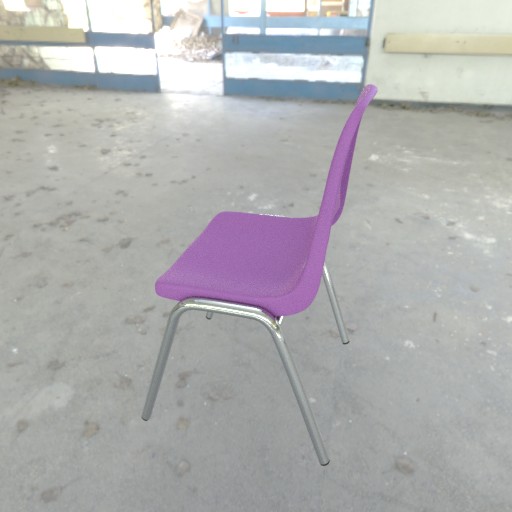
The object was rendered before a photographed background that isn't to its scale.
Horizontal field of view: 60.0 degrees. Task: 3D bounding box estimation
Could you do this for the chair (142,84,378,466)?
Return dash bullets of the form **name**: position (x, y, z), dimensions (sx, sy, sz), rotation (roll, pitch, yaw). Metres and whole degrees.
- **chair**: position (0.000, 0.000, 0.672), dimensions (0.301, 0.493, 0.291), rotation (8, 30, 14)
